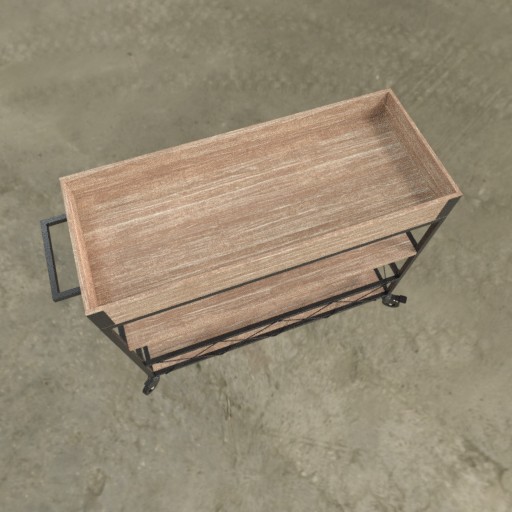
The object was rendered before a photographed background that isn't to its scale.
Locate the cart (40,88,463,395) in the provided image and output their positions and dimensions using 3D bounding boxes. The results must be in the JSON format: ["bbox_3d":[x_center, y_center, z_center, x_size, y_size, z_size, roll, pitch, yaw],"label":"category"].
[{"bbox_3d":[0.000,0.000,1.490,1.101,0.787,0.500,-18,65,-9],"label":"cart"}]
